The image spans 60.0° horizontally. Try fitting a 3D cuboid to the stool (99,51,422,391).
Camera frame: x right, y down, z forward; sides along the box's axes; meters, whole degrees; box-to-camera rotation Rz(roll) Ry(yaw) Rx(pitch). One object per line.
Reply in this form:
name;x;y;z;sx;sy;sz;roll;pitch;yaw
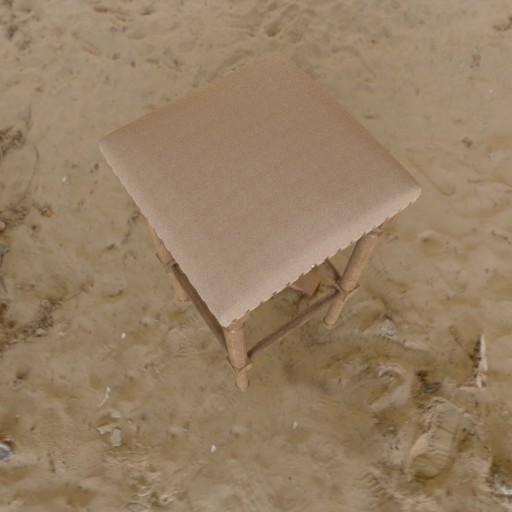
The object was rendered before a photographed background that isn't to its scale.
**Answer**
stool;0.000;0.000;1.010;0.382;0.768;0.383;-32;68;-15
